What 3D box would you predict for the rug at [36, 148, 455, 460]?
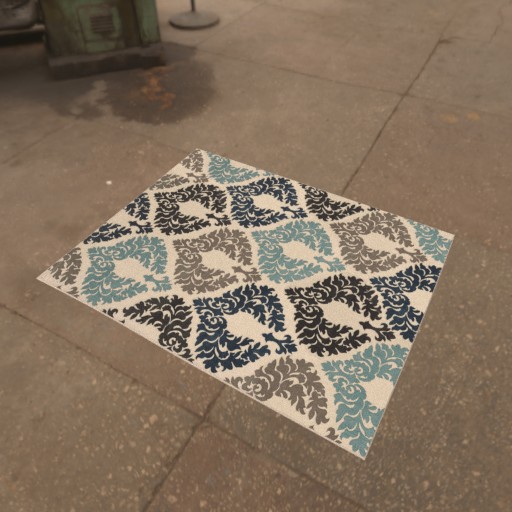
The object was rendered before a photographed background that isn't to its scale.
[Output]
[{"bbox_3d":[0.000,0.000,4.064,3.040,0.014,2.423,23,50,21],"label":"rug"}]
